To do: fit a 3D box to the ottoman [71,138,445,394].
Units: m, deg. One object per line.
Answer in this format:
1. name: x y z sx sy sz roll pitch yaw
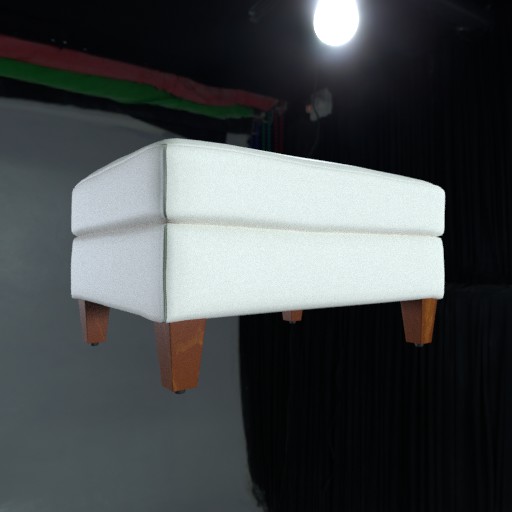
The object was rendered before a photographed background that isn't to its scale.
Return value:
1. ottoman: 0.000 0.000 1.185 0.818 0.479 0.634 0 0 -36
